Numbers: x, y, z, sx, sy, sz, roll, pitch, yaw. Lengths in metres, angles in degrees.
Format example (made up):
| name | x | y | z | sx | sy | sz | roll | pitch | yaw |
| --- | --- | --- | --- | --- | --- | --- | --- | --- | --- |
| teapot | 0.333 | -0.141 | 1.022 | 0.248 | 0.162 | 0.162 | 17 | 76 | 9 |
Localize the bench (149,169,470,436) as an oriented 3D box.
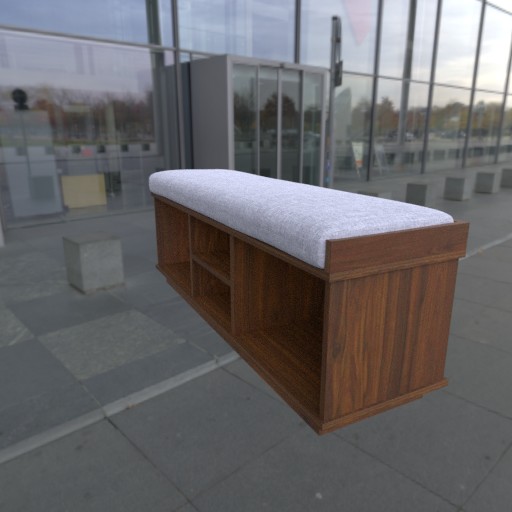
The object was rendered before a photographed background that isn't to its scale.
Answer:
| name | x | y | z | sx | sy | sz | roll | pitch | yaw |
| --- | --- | --- | --- | --- | --- | --- | --- | --- | --- |
| bench | 0.000 | 0.000 | 1.392 | 0.367 | 0.468 | 1.196 | -8 | 18 | -26 |
